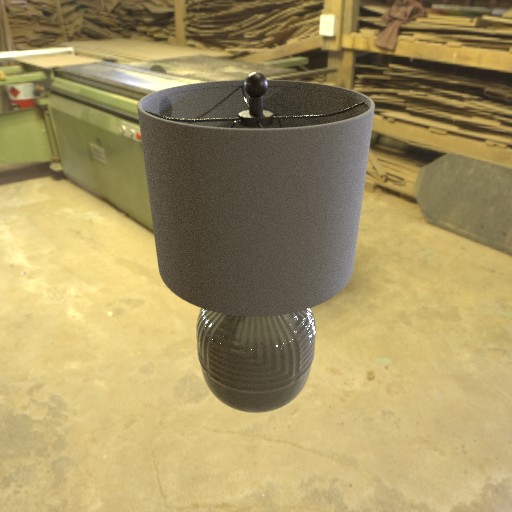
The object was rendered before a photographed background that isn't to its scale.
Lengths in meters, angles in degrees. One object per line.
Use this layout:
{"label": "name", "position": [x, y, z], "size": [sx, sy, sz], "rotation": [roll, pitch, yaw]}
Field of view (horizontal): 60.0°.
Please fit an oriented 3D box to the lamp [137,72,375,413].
{"label": "lamp", "position": [0.000, 0.000, 0.734], "size": [0.318, 0.567, 0.318], "rotation": [0, 31, 0]}
